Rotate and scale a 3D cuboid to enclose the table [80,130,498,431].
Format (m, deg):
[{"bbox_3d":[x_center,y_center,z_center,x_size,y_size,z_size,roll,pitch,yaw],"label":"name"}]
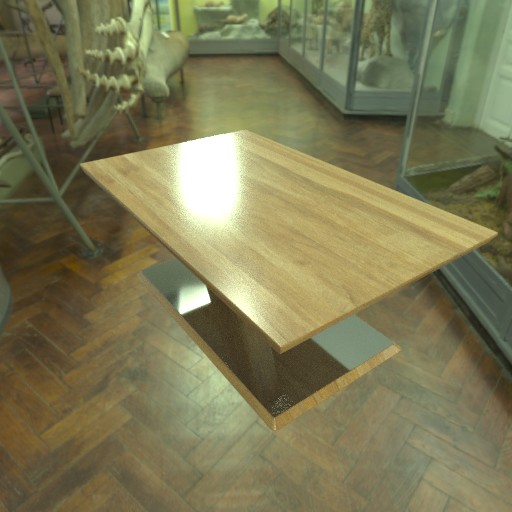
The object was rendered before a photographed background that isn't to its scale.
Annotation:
[{"bbox_3d":[0.000,0.000,1.425,0.692,0.441,1.100,-21,38,-30],"label":"table"}]
